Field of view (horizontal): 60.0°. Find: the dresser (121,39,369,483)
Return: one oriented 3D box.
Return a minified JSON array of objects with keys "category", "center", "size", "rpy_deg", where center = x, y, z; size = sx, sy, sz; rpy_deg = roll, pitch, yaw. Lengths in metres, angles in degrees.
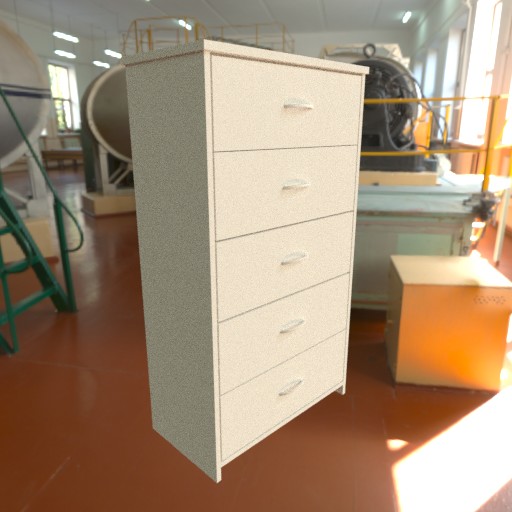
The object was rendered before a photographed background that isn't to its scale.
[{"category":"dresser","center":[0.000,0.000,1.554],"size":[0.704,1.255,0.399],"rpy_deg":[-15,22,-42]}]
